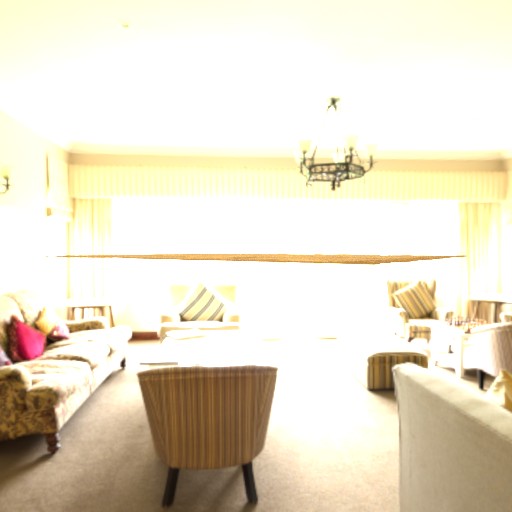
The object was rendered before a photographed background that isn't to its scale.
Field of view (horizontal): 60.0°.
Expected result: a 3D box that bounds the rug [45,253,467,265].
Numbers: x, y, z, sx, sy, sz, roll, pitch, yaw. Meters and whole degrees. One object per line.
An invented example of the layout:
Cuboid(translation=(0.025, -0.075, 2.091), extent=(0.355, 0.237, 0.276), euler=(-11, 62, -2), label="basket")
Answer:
Cuboid(translation=(0.000, 0.000, 4.344), extent=(3.357, 0.019, 2.449), euler=(1, 1, 36), label="rug")
